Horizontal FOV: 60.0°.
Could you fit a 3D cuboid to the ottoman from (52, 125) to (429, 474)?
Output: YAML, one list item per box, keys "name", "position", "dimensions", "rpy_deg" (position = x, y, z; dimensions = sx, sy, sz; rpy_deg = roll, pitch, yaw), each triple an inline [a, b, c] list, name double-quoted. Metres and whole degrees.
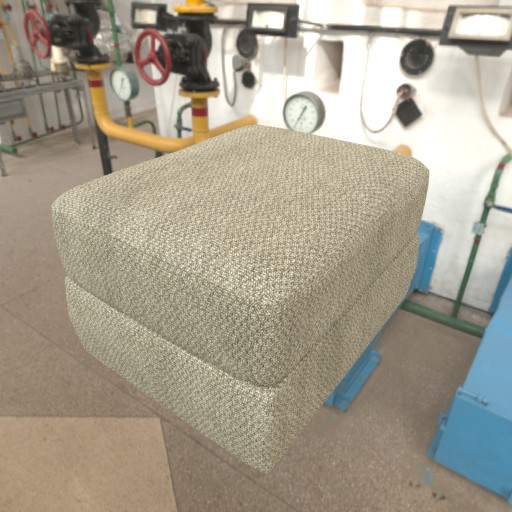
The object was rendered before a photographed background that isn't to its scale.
- name: "ottoman"
  position: [0.000, 0.000, 1.112]
  dimensions: [0.603, 0.476, 0.751]
  rpy_deg: [21, 38, 31]
